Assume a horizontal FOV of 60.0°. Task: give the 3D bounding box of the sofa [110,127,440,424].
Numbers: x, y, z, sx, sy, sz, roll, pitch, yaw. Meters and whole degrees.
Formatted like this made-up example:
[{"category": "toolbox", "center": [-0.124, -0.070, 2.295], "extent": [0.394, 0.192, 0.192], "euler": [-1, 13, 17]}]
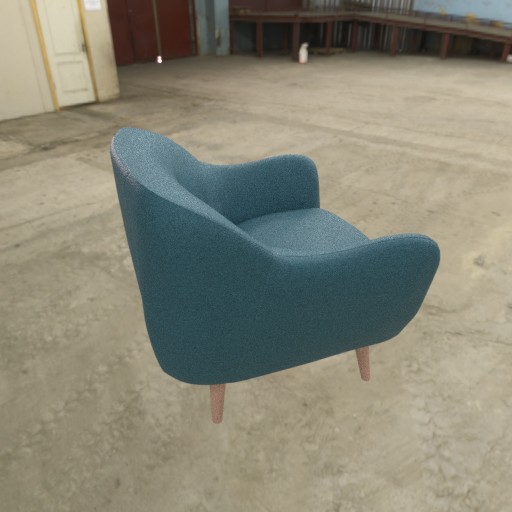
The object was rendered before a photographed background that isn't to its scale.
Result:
[{"category": "sofa", "center": [0.000, 0.000, 1.496], "extent": [0.825, 0.817, 0.836], "euler": [-10, 31, -17]}]
